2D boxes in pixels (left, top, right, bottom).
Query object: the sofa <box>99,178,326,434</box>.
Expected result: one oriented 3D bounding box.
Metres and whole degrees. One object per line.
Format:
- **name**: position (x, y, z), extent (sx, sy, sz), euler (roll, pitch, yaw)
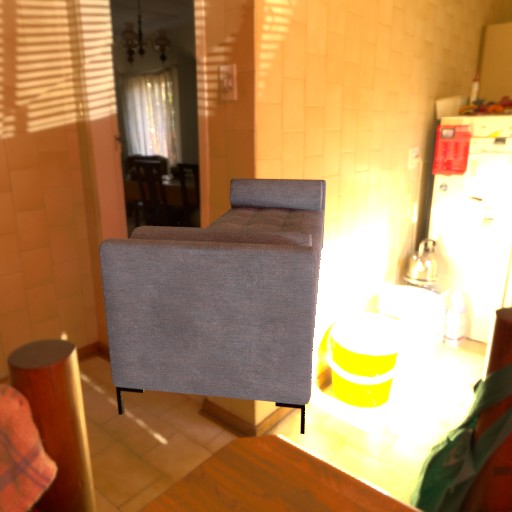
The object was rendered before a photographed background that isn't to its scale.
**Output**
- **sofa**: position (0.000, 0.000, 2.352), extent (0.686, 0.635, 1.981), euler (3, 16, 9)
